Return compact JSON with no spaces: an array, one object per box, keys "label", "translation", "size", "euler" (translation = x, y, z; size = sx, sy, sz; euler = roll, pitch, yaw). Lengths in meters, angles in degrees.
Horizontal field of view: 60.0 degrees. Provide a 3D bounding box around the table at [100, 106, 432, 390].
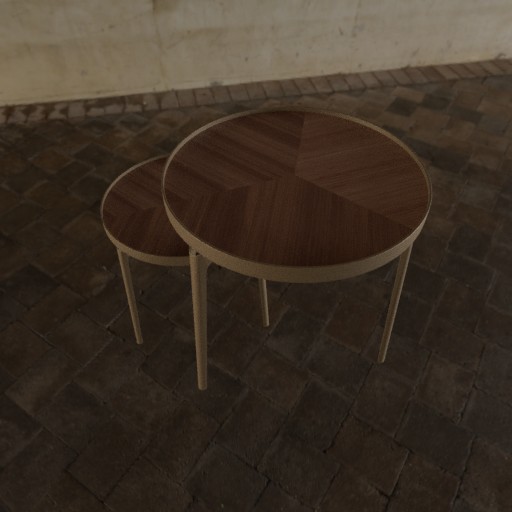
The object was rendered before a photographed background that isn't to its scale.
[{"label":"table","translation":[0.000,0.000,1.109],"size":[0.751,0.555,0.532],"euler":[15,48,14]}]
